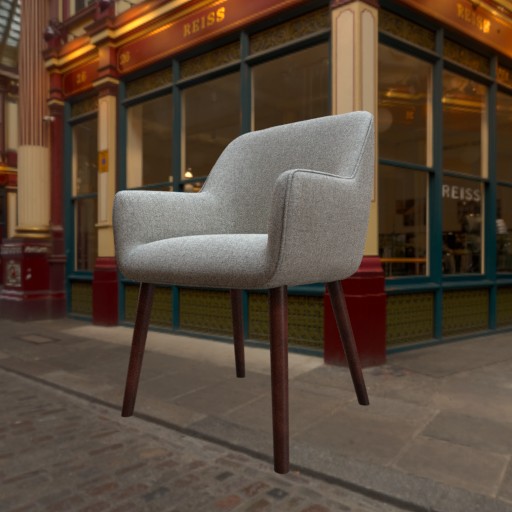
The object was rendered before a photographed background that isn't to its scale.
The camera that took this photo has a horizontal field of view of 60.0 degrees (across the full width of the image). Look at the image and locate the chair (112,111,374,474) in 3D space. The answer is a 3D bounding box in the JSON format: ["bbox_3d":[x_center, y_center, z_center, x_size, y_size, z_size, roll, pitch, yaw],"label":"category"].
[{"bbox_3d":[0.000,0.000,1.160,0.543,0.803,0.519,1,1,37],"label":"chair"}]
